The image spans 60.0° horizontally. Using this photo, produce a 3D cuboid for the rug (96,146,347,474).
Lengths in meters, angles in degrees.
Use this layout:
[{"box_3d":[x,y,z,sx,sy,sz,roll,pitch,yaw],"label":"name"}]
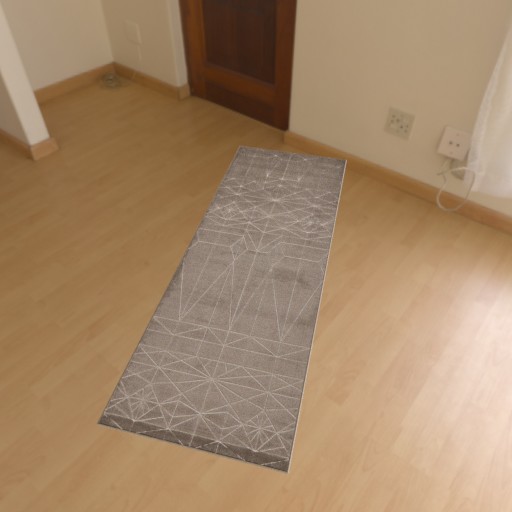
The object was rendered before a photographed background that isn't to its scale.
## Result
[{"box_3d":[0.000,0.000,2.706,0.864,0.012,2.388,10,46,10],"label":"rug"}]
